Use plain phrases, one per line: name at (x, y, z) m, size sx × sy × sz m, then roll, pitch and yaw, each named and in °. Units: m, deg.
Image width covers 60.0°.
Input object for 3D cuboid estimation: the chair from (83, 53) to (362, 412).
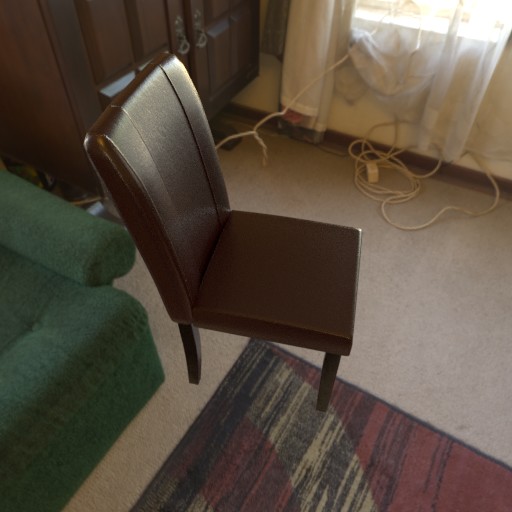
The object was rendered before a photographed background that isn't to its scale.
chair at (0.000, 0.000, 1.188) m, size 0.556 × 0.897 × 0.399 m, roll 9°, pitch 47°, yaw 9°
